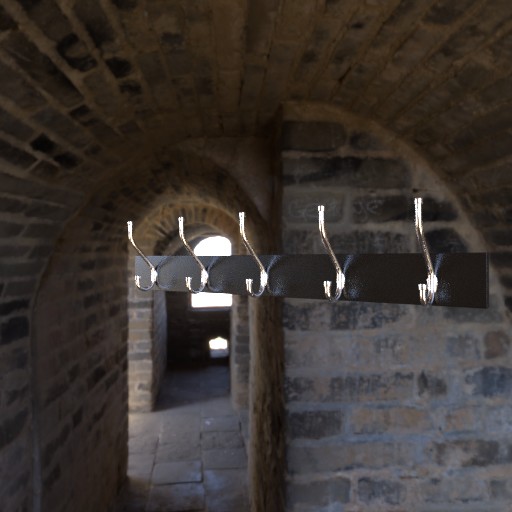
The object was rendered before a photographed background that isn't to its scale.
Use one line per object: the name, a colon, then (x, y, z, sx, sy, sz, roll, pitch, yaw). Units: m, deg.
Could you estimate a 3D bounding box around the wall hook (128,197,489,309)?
wall hook: (0.000, 0.000, 0.619, 0.571, 0.117, 0.071, 0, -1, 36)
